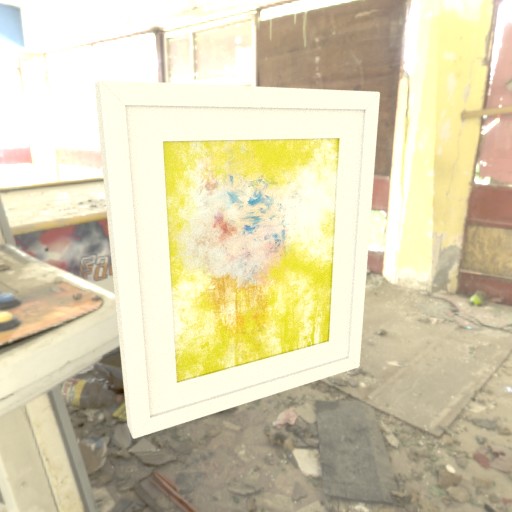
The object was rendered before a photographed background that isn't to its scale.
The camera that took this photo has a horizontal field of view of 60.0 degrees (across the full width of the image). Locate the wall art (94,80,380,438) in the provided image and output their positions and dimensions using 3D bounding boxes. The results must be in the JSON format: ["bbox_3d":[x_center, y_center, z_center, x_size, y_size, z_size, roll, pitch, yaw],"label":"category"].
[{"bbox_3d":[0.000,0.000,0.535,0.331,0.381,0.028,-9,19,-27],"label":"wall art"}]
